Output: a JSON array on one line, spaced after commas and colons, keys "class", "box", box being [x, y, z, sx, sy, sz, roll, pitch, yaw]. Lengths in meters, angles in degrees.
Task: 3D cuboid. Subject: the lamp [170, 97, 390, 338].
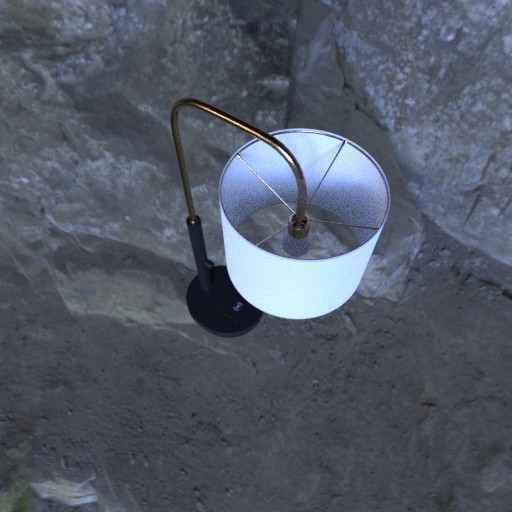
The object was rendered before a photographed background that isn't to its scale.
[{"class": "lamp", "box": [0.000, 0.000, 0.723, 0.337, 0.540, 0.199, 31, 63, 18]}]
